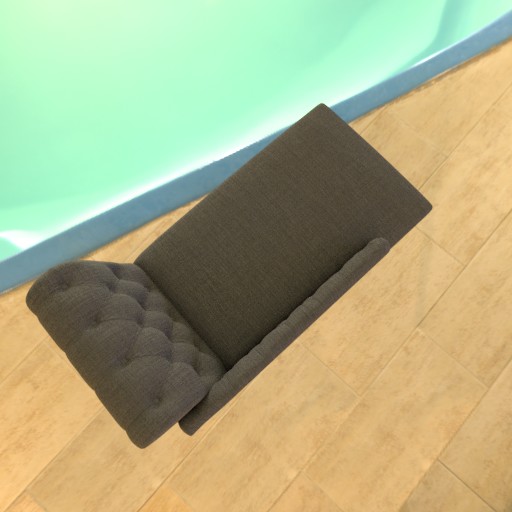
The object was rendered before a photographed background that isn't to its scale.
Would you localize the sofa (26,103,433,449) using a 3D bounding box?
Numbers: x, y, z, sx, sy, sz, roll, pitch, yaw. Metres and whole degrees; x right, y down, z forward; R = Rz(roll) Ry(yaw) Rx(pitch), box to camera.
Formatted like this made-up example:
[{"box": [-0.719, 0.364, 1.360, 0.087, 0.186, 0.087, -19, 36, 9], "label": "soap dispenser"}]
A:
[{"box": [0.000, 0.000, 1.737, 1.379, 0.787, 0.675, -41, 79, -10], "label": "sofa"}]
